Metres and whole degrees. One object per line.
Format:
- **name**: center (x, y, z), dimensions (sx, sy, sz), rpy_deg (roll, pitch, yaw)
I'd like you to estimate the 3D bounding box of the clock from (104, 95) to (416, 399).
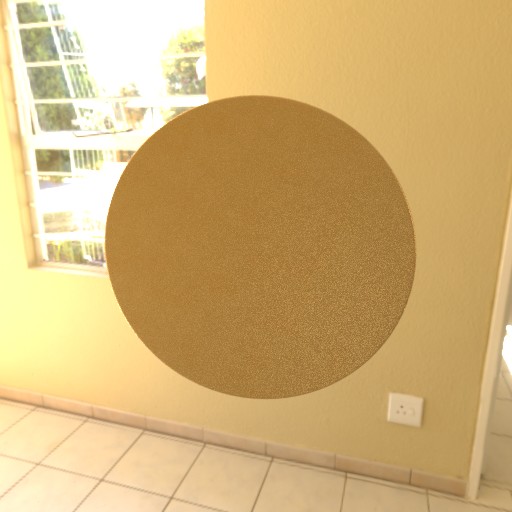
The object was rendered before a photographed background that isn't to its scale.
- **clock**: center (0.000, 0.000, 0.462), dimensions (0.314, 0.314, 0.040), rpy_deg (2, 15, 7)
